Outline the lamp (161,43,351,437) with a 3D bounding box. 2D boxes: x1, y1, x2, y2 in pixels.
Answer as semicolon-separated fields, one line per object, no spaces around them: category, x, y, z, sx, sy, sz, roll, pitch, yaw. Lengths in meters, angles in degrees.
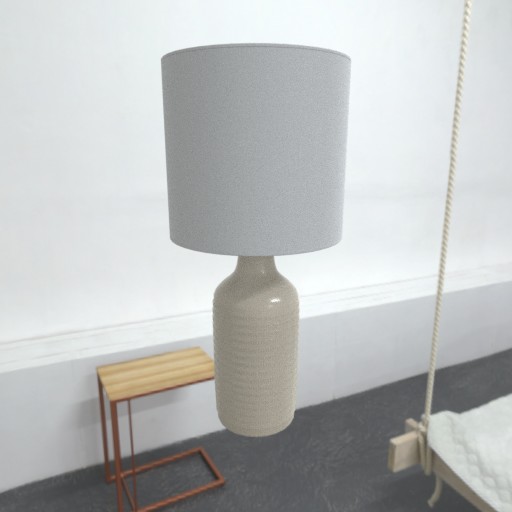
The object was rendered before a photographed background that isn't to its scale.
lamp;0.000;0.000;0.585;0.220;0.475;0.220;14;20;42
